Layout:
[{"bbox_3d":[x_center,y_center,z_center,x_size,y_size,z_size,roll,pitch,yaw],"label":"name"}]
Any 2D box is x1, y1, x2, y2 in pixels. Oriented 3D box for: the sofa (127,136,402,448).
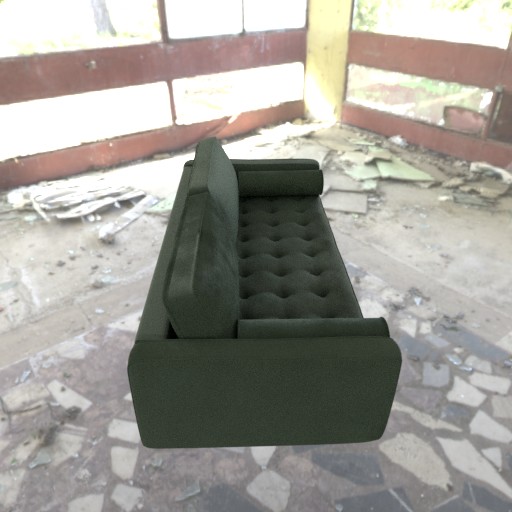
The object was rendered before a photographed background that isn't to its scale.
[{"bbox_3d":[0.000,0.000,2.296,0.916,0.772,1.880,-1,32,-2],"label":"sofa"}]
